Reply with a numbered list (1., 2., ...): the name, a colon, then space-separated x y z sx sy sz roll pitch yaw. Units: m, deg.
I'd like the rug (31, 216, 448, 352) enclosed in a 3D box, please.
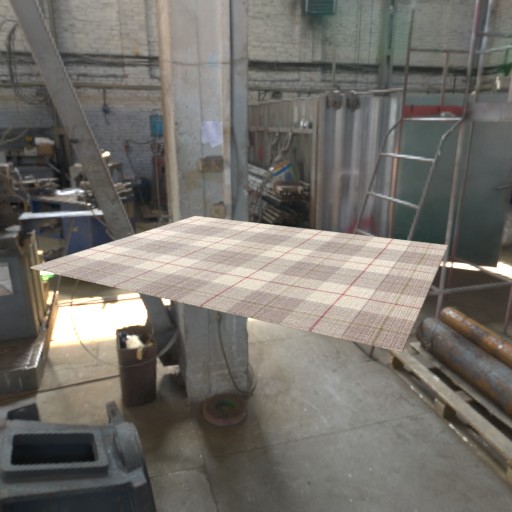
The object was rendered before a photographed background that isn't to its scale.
1. rug: 0.000 0.000 3.954 2.959 0.016 2.317 9 19 27
